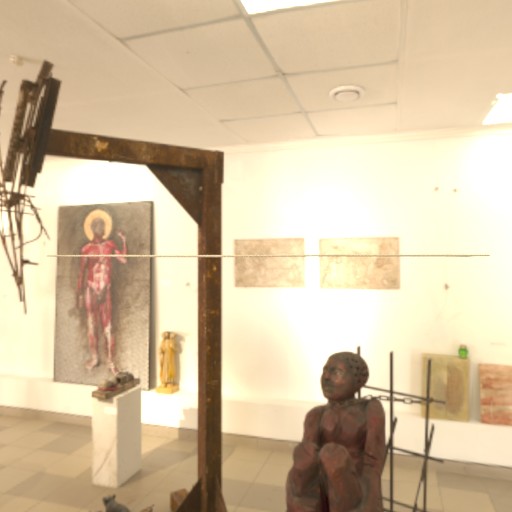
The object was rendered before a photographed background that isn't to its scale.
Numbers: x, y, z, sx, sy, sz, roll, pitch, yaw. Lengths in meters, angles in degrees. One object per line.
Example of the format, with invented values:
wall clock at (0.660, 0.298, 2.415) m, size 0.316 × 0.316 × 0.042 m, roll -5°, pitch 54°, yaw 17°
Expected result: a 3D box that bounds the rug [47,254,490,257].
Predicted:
rug at (0.000, 0.000, 2.721) m, size 2.442 × 0.016 × 0.770 m, roll 0°, pitch 0°, yaw 17°
